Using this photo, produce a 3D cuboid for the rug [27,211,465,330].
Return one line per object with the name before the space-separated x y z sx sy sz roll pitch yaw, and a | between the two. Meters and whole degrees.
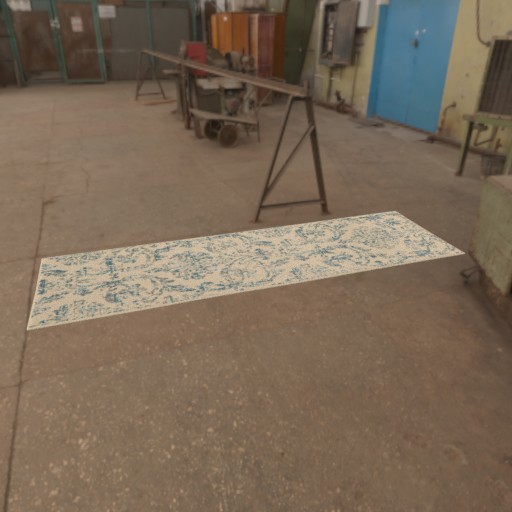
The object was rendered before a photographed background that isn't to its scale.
rug | 0.000 0.000 2.398 2.196 0.011 0.662 -9 29 -16
